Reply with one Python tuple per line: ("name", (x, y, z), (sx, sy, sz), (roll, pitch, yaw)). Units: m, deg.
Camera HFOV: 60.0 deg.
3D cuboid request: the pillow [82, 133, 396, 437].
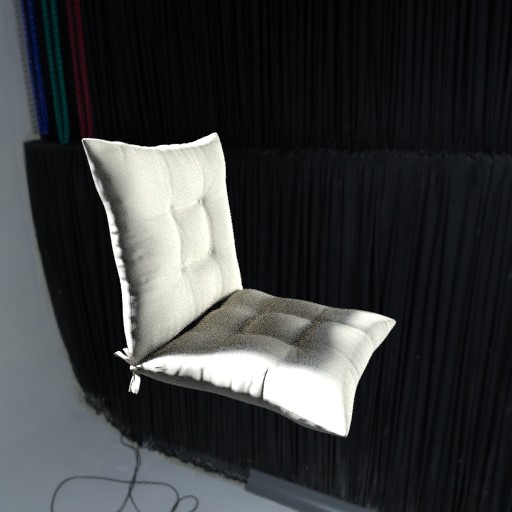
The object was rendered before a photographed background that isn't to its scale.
("pillow", (0.000, 0.000, 1.022), (0.585, 0.536, 0.541), (8, 18, 24))
